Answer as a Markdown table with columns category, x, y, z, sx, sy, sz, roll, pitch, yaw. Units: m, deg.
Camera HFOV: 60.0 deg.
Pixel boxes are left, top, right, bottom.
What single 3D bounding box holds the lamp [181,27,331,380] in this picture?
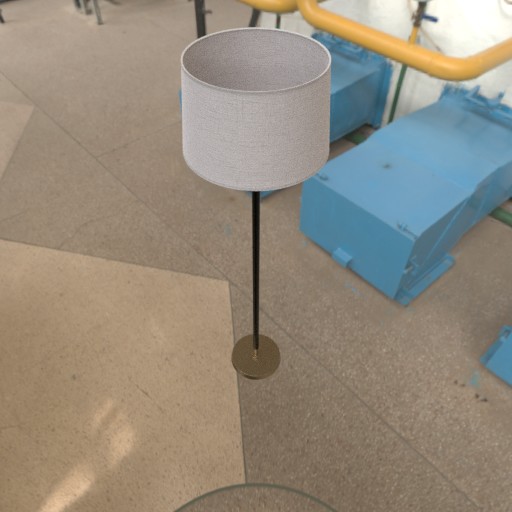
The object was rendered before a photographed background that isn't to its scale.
| category | x | y | z | sx | sy | sz | roll | pitch | yaw |
| --- | --- | --- | --- | --- | --- | --- | --- | --- | --- |
| lamp | 0.000 | 0.000 | 1.621 | 0.420 | 1.447 | 0.420 | 0 | 47 | 0 |
